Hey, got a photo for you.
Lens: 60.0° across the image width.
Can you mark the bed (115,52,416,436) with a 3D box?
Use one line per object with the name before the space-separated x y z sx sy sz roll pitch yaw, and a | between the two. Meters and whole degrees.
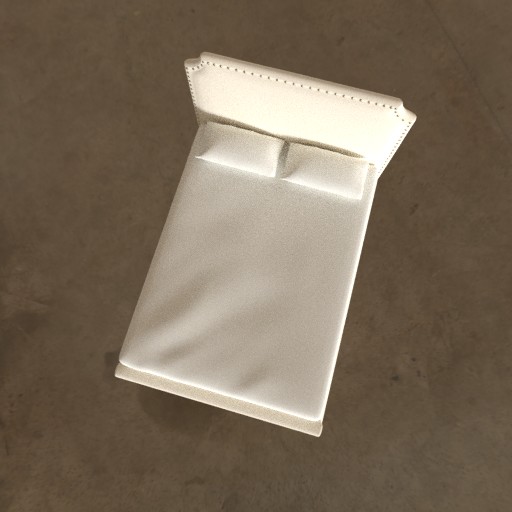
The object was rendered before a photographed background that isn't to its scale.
bed | 0.000 0.000 3.468 1.712 1.443 2.365 15 76 4
